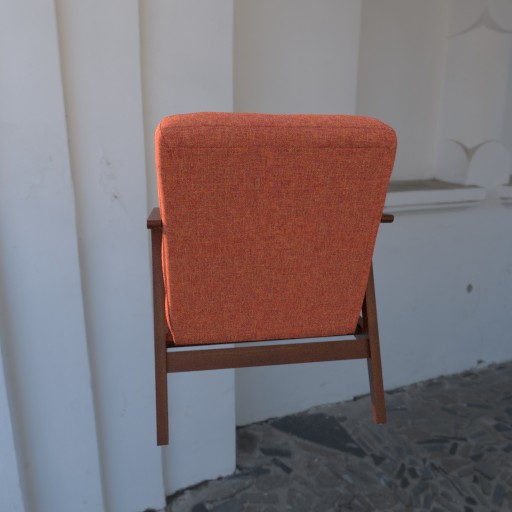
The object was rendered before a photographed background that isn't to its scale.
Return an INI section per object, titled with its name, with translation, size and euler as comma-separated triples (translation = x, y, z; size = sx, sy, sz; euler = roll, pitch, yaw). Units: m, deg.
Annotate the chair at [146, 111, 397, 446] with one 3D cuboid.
[chair]
translation = 0.000, 0.000, 1.533
size = 0.719, 0.890, 0.860
euler = -2, 13, -9
